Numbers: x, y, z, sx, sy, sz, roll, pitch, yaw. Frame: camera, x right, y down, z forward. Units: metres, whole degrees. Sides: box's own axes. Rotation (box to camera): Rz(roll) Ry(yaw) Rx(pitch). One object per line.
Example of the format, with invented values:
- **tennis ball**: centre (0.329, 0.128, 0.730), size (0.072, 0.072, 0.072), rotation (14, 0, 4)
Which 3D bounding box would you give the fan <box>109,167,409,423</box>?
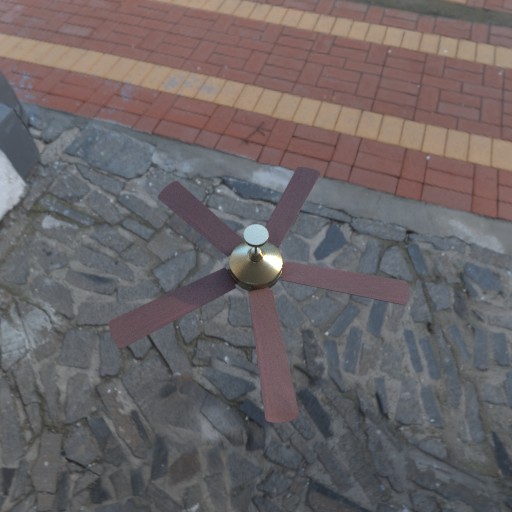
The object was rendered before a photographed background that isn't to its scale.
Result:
- **fan**: centre (0.000, 0.000, 2.002), size (1.321, 0.356, 1.321), rotation (32, 64, 18)
